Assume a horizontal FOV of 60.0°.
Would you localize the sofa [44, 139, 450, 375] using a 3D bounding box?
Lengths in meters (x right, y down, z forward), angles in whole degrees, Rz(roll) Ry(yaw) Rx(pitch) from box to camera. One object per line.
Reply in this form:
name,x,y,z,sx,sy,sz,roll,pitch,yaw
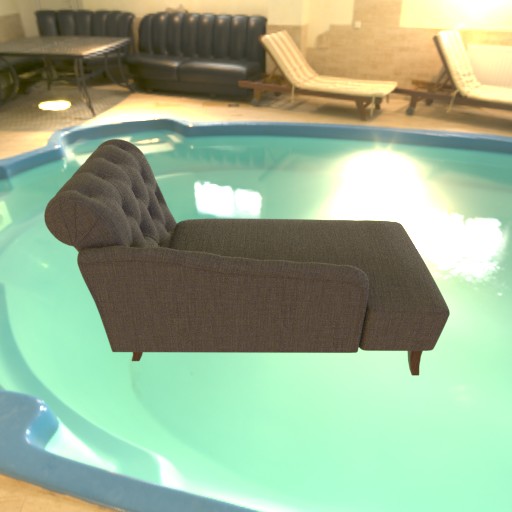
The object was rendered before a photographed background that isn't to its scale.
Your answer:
sofa,0.000,0.000,1.819,1.379,0.787,0.675,0,33,0
